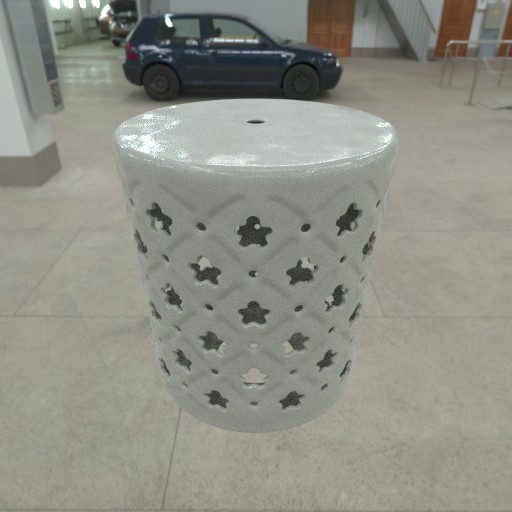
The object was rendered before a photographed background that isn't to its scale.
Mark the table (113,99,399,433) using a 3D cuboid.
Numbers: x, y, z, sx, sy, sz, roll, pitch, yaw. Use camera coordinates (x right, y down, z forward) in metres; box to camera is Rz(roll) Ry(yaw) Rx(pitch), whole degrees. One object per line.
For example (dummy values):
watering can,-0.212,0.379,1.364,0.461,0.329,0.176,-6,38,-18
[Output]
table,0.000,0.000,0.649,0.352,0.387,0.352,0,30,0
